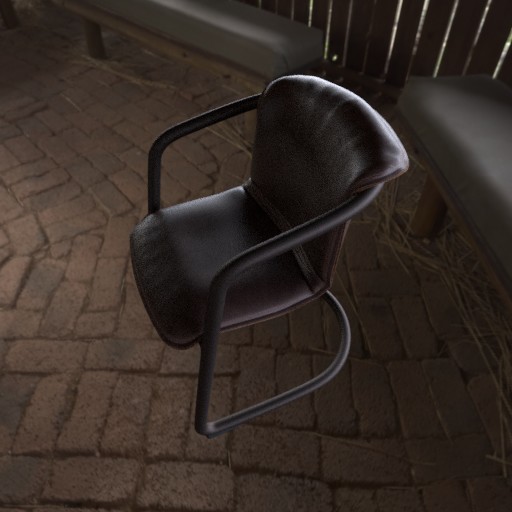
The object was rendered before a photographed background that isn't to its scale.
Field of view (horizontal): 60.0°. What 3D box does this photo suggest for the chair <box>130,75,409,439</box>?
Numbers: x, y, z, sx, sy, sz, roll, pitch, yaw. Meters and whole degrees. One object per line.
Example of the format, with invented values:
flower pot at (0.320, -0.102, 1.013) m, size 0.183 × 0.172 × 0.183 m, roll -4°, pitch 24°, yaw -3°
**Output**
chair at (0.000, 0.000, 1.243) m, size 0.664 × 0.836 × 0.536 m, roll -17°, pitch 49°, yaw -16°
